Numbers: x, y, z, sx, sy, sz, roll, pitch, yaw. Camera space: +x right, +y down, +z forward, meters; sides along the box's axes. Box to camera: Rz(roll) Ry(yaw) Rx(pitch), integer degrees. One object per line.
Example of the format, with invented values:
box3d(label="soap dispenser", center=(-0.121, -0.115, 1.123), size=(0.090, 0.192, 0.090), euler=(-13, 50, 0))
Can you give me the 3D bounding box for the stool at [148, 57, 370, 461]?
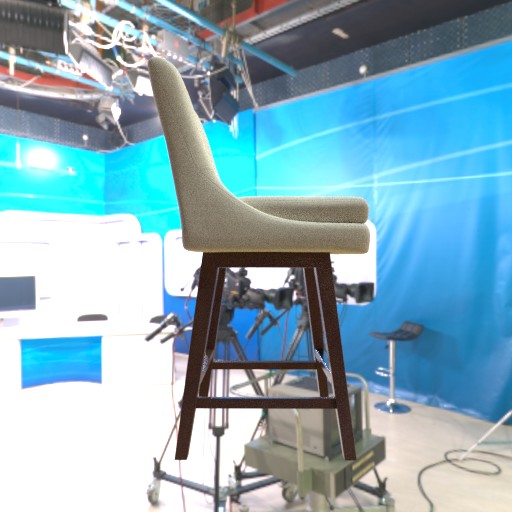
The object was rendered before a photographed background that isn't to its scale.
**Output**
box3d(label="stool", center=(0.000, 0.000, 1.289), size=(0.559, 0.991, 0.483), euler=(0, 0, 0))
